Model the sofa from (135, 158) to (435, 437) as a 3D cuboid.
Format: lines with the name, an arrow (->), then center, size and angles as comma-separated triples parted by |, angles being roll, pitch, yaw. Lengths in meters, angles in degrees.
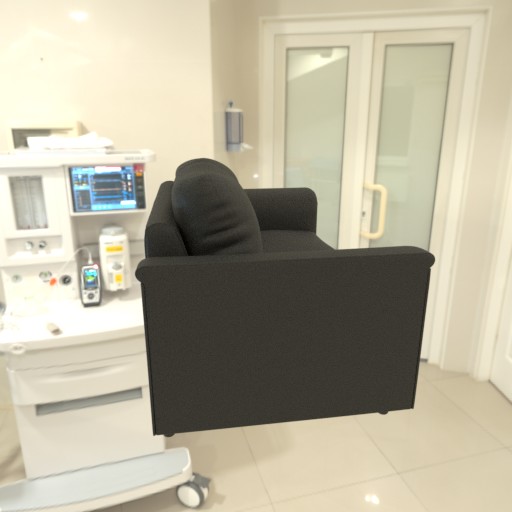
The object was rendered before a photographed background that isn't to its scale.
sofa -> 0.000, 0.000, 1.973 | 0.887, 0.845, 1.386 | -3, 17, -9
